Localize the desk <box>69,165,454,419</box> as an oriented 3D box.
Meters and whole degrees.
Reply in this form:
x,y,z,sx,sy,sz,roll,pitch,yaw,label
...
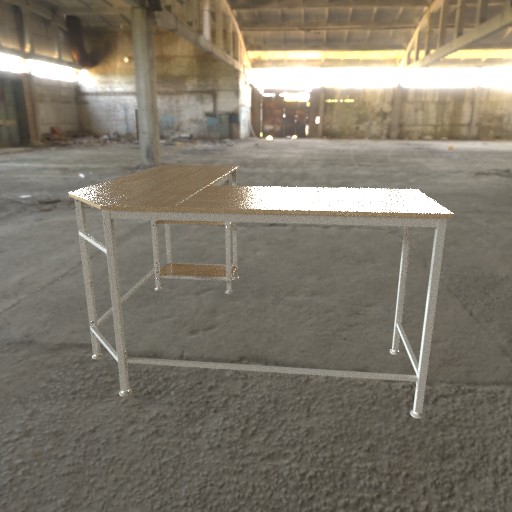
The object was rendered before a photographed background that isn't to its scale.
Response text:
x,y,z,sx,sy,sz,roll,pitch,yaw,label
0.000,0.000,2.189,1.379,0.739,1.379,2,17,7,desk
